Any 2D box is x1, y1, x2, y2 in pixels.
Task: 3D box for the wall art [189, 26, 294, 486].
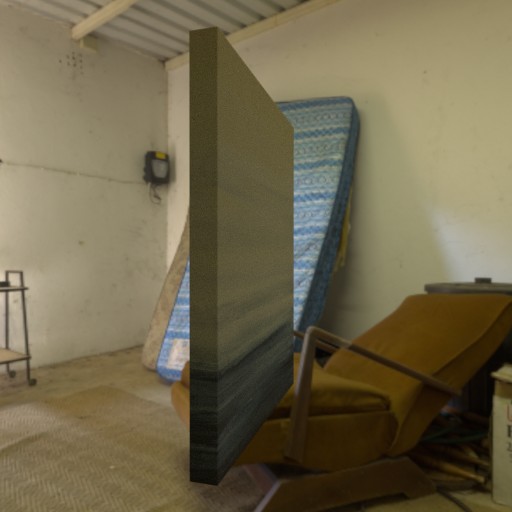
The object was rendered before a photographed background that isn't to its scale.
[{"bbox_3d":[0.000,0.000,0.826,0.040,0.608,0.489,0,0,17],"label":"wall art"}]
